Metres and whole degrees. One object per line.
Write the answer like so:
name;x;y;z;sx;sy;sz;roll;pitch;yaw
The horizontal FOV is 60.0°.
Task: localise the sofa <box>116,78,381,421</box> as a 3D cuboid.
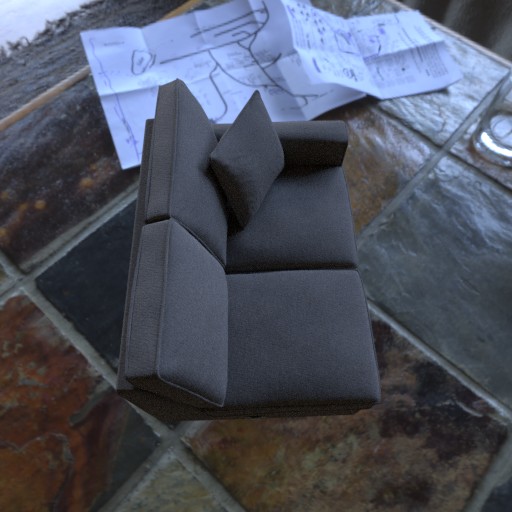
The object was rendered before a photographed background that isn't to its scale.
sofa;0.000;0.000;2.075;0.991;0.989;1.388;-2;63;-1
